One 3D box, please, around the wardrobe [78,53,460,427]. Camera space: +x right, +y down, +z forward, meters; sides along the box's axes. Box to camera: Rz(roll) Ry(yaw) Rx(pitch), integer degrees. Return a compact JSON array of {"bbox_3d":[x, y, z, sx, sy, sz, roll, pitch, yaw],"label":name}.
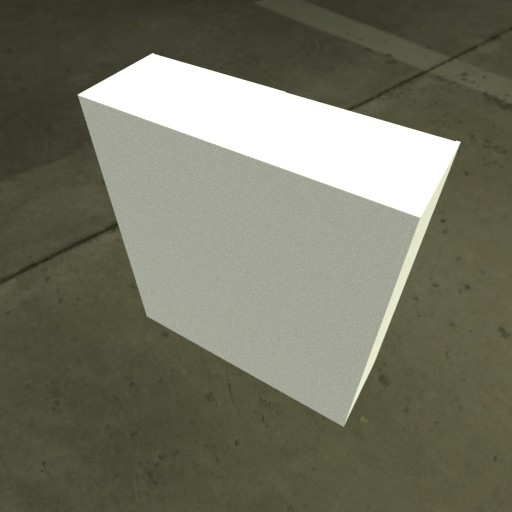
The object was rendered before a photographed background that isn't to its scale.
[{"bbox_3d":[0.000,0.000,2.923,1.830,2.020,0.600,24,52,21],"label":"wardrobe"}]
